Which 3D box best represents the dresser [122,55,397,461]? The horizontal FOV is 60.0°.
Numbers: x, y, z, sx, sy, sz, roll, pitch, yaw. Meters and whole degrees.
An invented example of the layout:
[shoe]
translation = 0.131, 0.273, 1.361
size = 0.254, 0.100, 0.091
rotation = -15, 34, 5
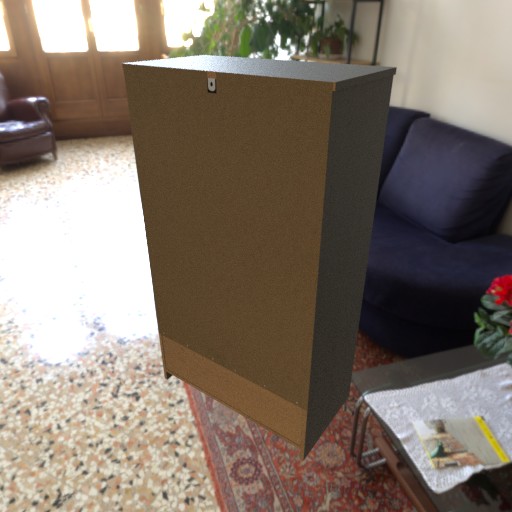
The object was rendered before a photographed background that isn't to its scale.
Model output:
[dresser]
translation = 0.000, 0.000, 1.578
size = 0.704, 1.255, 0.399
rotation = 19, 34, 31
